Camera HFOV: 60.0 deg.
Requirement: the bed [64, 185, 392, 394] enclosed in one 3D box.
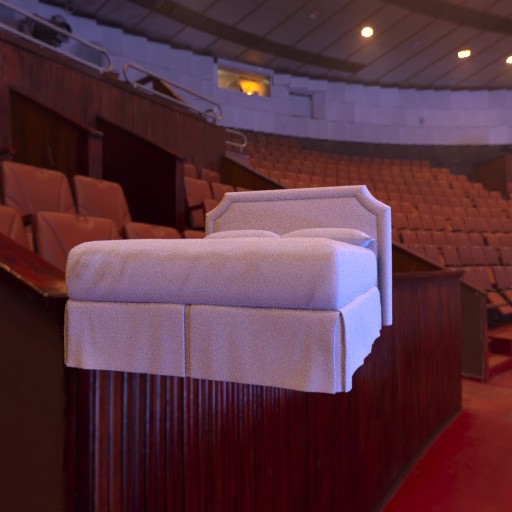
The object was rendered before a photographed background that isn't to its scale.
[{"bbox_3d":[0.000,0.000,3.285,1.828,1.297,2.164,0,-1,20],"label":"bed"}]
